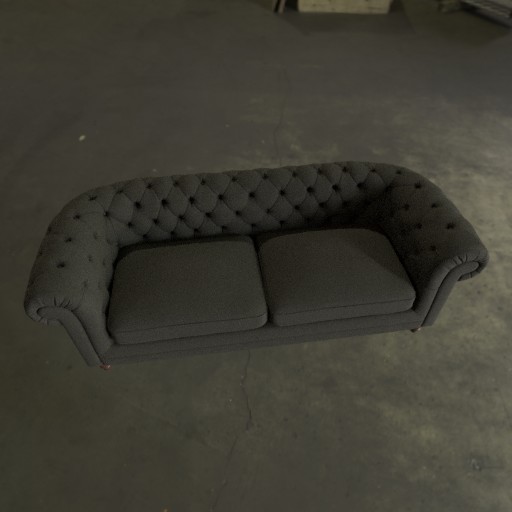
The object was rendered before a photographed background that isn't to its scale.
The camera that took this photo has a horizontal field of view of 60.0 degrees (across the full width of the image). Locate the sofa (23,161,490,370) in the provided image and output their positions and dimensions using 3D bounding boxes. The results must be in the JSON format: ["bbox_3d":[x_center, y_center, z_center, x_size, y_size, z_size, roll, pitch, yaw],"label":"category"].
[{"bbox_3d":[0.000,0.000,2.709,2.362,0.762,0.991,-6,45,-6],"label":"sofa"}]
